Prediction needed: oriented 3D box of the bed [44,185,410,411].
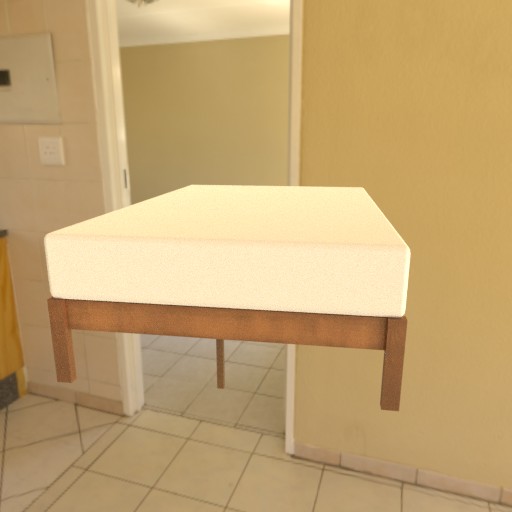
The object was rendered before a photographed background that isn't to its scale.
[{"bbox_3d":[0.000,0.000,2.556,1.348,0.616,1.927,2,15,8],"label":"bed"}]
